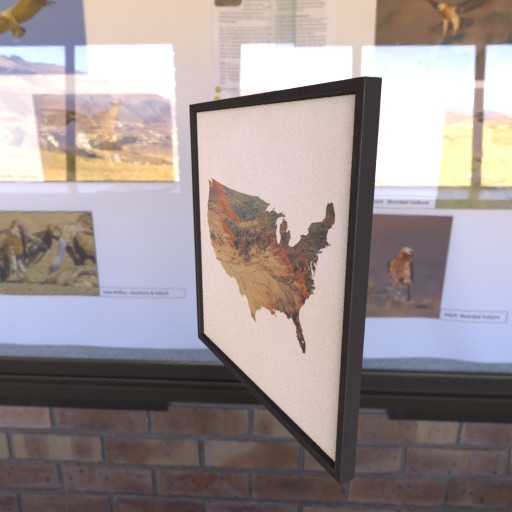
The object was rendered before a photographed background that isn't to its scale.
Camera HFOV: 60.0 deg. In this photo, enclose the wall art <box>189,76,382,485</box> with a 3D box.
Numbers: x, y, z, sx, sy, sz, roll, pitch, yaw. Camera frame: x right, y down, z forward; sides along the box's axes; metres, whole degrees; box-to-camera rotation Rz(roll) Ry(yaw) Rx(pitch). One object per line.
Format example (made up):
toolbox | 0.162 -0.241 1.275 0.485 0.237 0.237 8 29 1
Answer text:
wall art | 0.000 0.000 0.444 0.015 0.303 0.304 -8 17 -28
